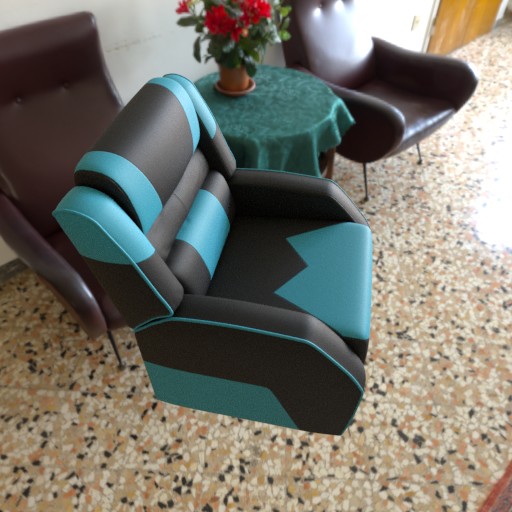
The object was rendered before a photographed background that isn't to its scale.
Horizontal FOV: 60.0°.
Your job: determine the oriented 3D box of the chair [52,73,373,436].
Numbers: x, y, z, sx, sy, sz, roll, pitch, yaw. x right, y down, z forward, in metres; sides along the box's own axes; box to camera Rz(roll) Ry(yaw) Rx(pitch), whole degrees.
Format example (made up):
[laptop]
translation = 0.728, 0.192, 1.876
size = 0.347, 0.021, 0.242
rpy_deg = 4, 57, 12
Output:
[chair]
translation = 0.000, 0.000, 1.246
size = 0.672, 0.805, 0.620
rpy_deg = 8, 46, 8
